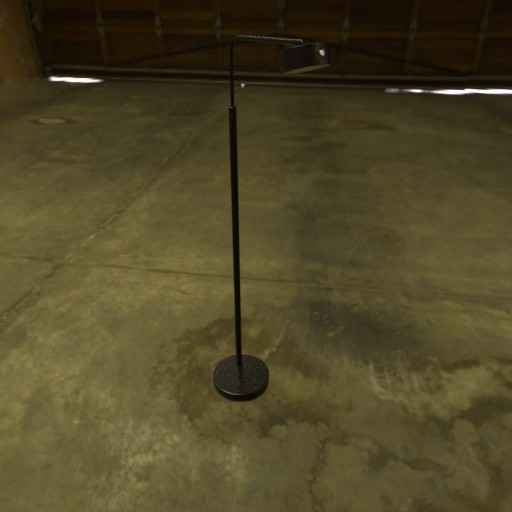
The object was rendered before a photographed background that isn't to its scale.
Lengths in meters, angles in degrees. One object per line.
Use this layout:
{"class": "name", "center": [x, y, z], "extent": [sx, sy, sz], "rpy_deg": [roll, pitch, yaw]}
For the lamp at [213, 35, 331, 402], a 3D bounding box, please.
{"class": "lamp", "center": [0.000, 0.000, 1.386], "extent": [0.219, 1.230, 0.418], "rpy_deg": [-20, 35, -31]}
